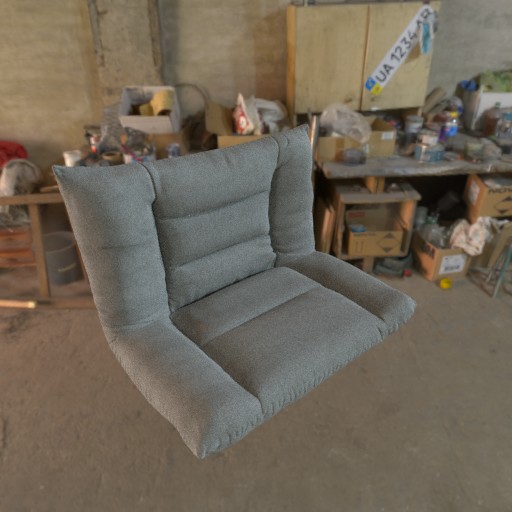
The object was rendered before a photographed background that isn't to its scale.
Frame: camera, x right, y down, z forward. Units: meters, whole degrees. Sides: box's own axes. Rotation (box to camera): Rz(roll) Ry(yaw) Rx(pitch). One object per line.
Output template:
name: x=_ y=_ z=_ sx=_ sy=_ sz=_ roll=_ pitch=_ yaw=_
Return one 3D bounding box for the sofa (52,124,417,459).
sofa: x=0.000 y=0.000 z=1.702 sx=1.144 sy=0.795 sz=0.847 roll=-22 pitch=37 yaw=-33
